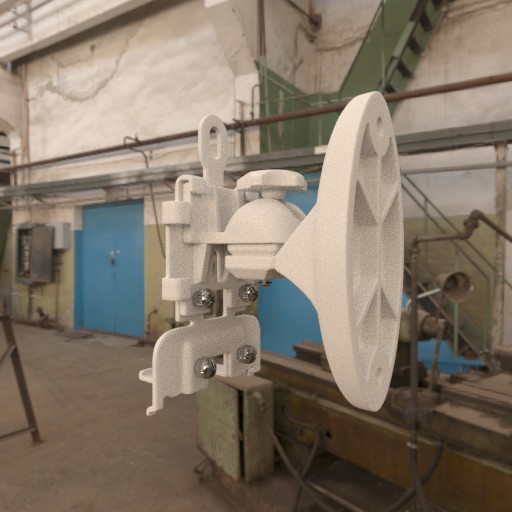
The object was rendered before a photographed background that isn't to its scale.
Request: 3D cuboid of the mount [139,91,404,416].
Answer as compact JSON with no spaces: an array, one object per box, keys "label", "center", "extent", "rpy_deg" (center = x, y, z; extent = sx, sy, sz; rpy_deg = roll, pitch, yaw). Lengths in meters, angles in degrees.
[{"label":"mount","center":[0.000,0.000,0.175],"extent":[0.100,0.118,0.066],"rpy_deg":[1,1,36]}]
